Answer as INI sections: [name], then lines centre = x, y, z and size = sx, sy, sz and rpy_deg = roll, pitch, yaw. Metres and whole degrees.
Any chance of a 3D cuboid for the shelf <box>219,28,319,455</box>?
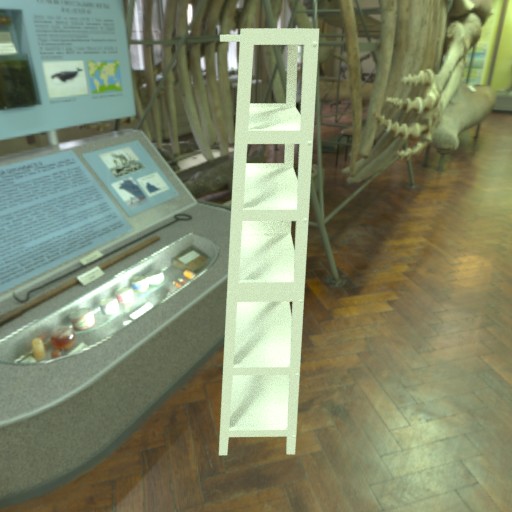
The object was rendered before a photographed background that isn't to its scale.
[shelf]
centre = 0.000, 0.000, 2.080
size = 0.381, 1.892, 0.660
rpy_deg = 0, 27, -1
